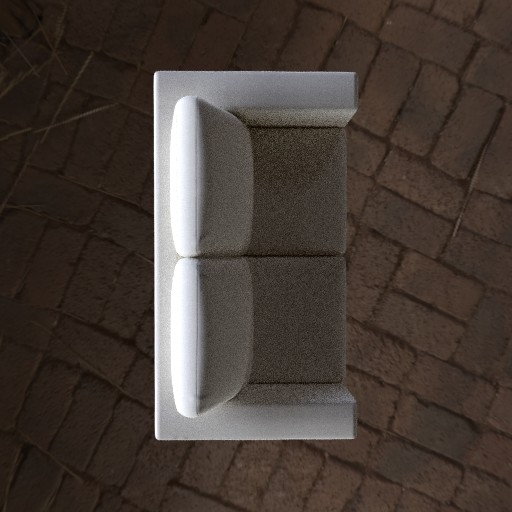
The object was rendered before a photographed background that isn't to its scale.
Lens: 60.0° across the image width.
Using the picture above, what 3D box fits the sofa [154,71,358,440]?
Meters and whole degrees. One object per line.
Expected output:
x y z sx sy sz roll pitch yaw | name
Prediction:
0.000 0.000 2.360 1.009 0.932 1.813 0 91 -1 | sofa
